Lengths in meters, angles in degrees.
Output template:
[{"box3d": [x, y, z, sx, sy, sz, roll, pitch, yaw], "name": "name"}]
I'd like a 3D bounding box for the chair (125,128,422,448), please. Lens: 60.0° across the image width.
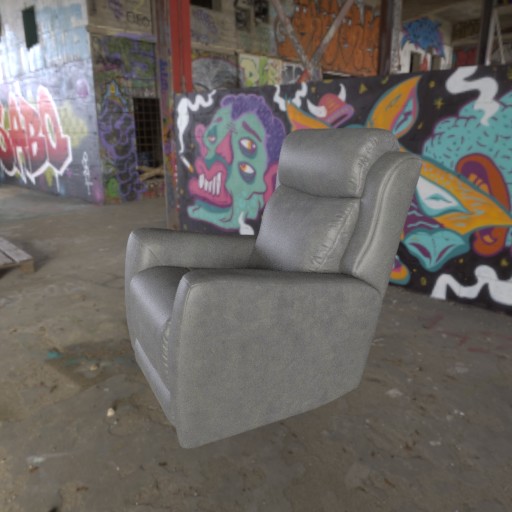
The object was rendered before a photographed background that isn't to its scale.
[{"box3d": [0.000, 0.000, 2.010, 1.068, 1.116, 0.967, -8, 17, -25], "name": "chair"}]
